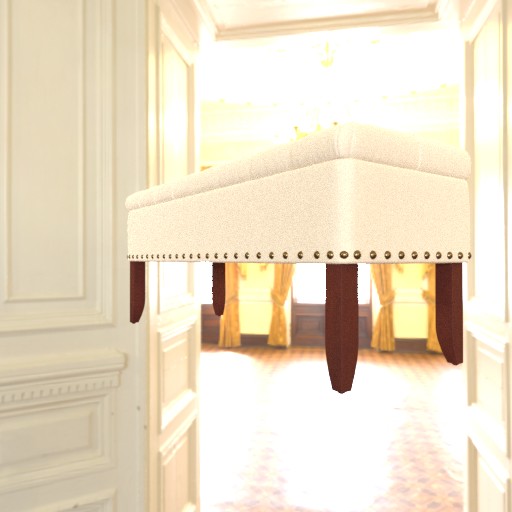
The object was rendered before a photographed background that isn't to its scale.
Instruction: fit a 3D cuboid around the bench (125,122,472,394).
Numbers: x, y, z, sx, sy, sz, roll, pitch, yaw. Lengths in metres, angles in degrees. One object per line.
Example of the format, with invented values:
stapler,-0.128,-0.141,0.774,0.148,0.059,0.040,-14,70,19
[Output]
bench,0.000,0.000,1.247,0.400,0.470,1.054,0,0,-35
